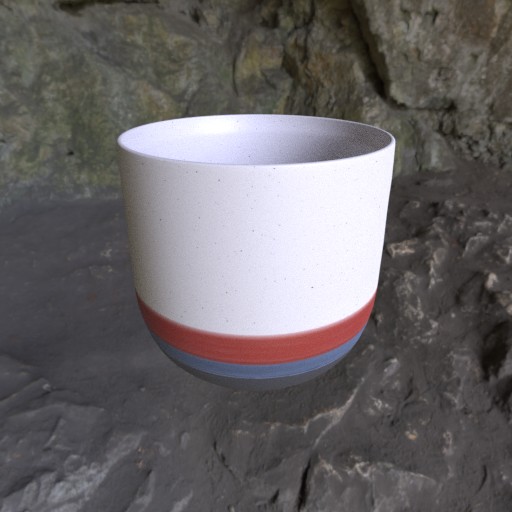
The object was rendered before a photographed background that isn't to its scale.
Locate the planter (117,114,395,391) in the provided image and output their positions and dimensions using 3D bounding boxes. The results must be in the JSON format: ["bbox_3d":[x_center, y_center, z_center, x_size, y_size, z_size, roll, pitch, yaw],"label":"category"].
[{"bbox_3d":[0.000,0.000,0.496,0.268,0.270,0.268,0,25,0],"label":"planter"}]
